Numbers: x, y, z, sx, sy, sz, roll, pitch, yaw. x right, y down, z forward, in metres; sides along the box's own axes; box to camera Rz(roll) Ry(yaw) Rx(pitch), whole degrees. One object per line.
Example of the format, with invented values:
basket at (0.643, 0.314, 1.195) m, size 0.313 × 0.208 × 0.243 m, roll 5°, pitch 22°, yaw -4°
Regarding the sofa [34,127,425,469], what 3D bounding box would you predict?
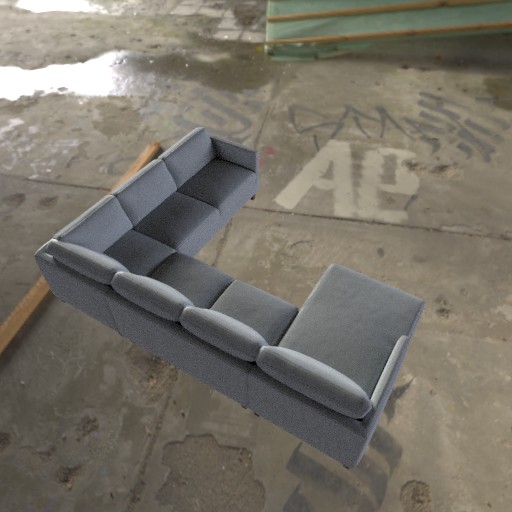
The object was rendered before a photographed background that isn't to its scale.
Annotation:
sofa at (0.000, 0.000, 4.358) m, size 3.238 × 0.853 × 2.551 m, roll 24°, pitch 51°, yaw 21°
